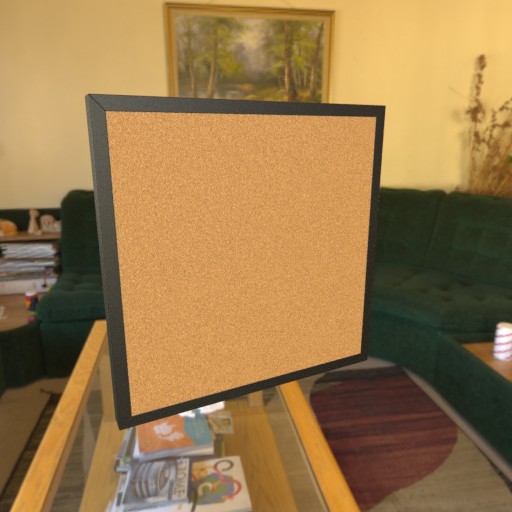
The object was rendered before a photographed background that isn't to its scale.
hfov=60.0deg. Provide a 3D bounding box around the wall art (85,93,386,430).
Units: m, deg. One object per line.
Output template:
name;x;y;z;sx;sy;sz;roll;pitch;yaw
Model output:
wall art;0.000;0.000;0.768;0.508;0.508;0.036;-8;17;-26
